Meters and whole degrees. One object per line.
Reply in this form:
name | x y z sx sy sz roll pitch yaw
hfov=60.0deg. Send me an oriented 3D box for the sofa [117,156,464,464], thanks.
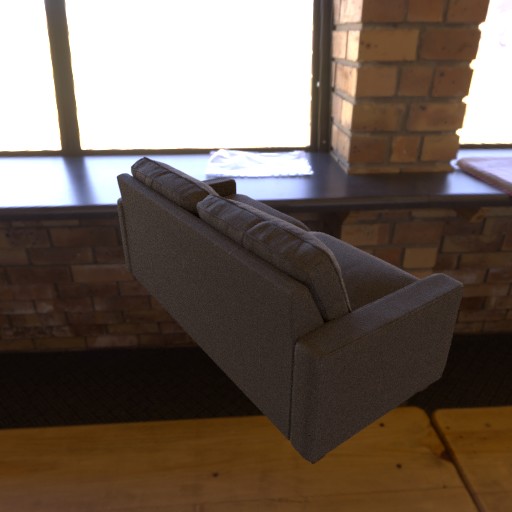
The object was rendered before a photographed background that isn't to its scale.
sofa | 0.000 0.000 2.587 0.940 0.919 2.080 -18 32 -31
